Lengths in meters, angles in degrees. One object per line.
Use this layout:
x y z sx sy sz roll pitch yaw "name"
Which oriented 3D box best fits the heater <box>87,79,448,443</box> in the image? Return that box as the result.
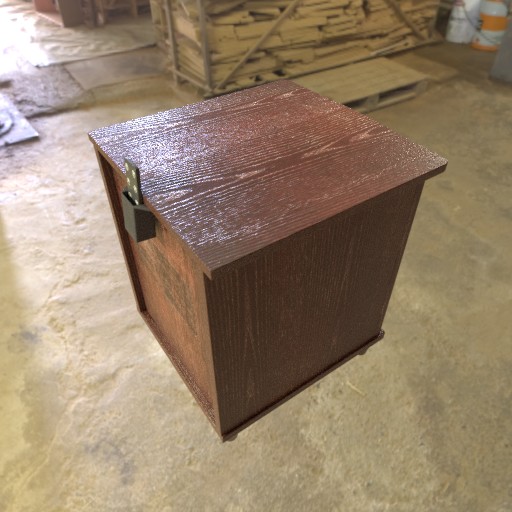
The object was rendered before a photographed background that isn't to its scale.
0.000 0.000 0.759 0.400 0.481 0.362 -25 48 -25 "heater"
